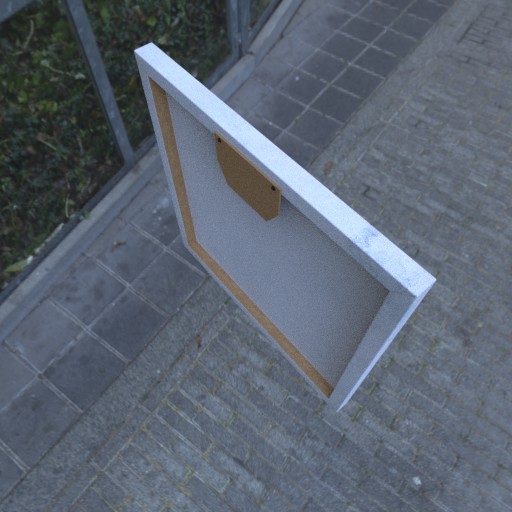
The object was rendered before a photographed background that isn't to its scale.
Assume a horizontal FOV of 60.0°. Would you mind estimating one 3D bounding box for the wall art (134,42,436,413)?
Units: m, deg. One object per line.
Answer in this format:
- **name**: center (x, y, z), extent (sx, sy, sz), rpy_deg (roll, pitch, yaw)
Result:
- **wall art**: center (0.000, 0.000, 0.890), extent (0.044, 0.605, 0.605), rpy_deg (-36, 65, -20)
